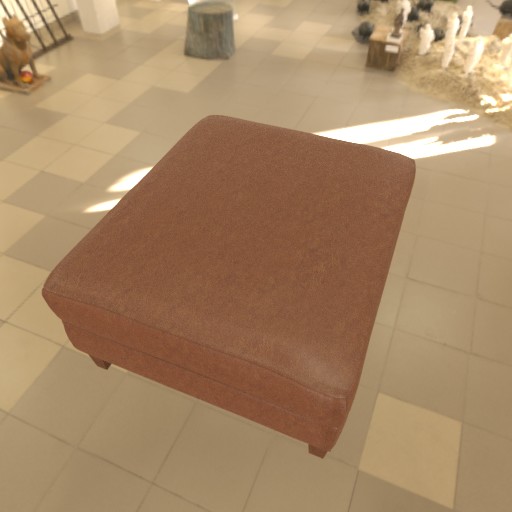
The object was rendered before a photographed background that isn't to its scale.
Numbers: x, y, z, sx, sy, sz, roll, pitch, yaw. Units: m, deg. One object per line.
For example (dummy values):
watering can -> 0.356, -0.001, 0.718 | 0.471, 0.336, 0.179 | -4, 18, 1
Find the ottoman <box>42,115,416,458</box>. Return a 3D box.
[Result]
ottoman -> 0.000, 0.000, 1.461 | 0.836, 0.472, 0.987 | 17, 48, 15
